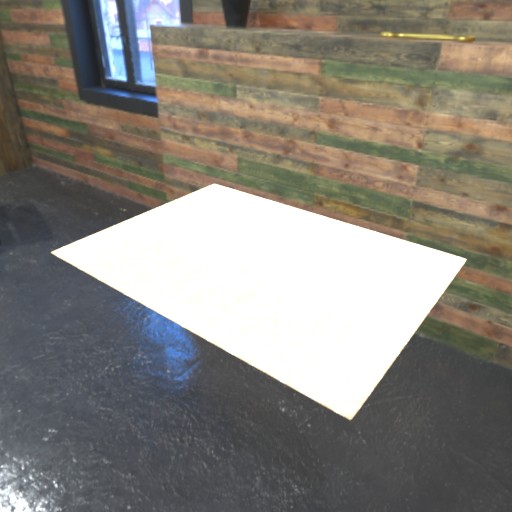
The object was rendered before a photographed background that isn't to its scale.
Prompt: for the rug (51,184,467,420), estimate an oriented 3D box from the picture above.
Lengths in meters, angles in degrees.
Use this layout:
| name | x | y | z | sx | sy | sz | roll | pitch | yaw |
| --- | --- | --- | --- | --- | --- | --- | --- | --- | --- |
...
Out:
| name | x | y | z | sx | sy | sz | roll | pitch | yaw |
| --- | --- | --- | --- | --- | --- | --- | --- | --- | --- |
| rug | 0.000 | 0.000 | 4.398 | 3.353 | 0.010 | 2.438 | 21 | 36 | 32 |
